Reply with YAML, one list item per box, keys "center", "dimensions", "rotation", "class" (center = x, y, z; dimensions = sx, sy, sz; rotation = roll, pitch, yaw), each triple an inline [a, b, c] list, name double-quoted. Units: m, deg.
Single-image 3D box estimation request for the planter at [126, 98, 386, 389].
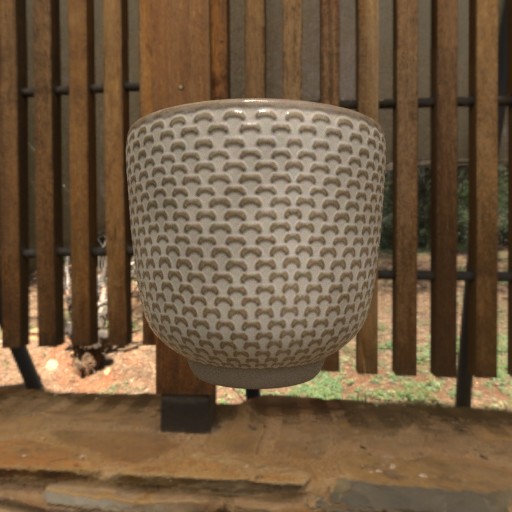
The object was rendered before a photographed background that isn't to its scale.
- center: [0.000, 0.000, 0.307]
  dimensions: [0.173, 0.160, 0.173]
  rotation: [0, 0, 0]
  class: "planter"
